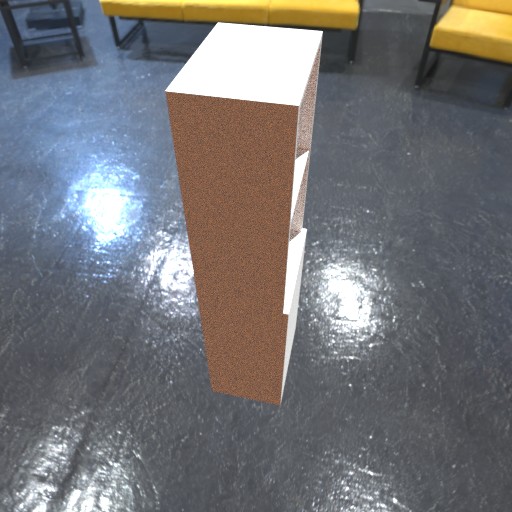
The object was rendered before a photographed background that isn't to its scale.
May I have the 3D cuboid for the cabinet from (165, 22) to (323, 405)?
[{"bbox_3d":[0.000,0.000,1.529,0.300,1.350,0.400,9,47,9],"label":"cabinet"}]
